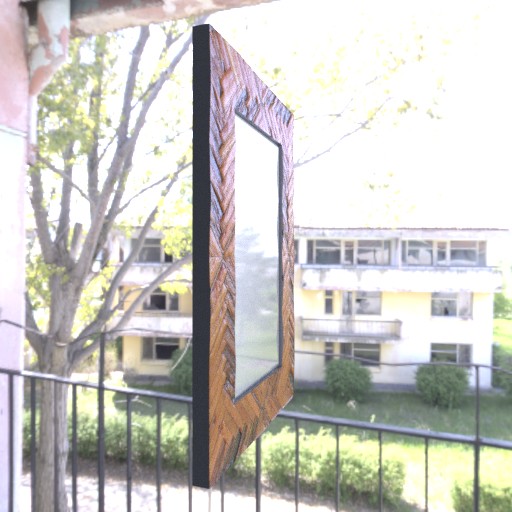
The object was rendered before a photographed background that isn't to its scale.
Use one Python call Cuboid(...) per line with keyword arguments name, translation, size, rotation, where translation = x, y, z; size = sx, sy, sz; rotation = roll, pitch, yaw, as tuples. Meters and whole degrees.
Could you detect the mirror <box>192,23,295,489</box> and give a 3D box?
Cuboid(name="mirror", translation=(0.000, 0.000, 1.156), size=(0.044, 0.912, 0.606), rotation=(0, 0, 21))
